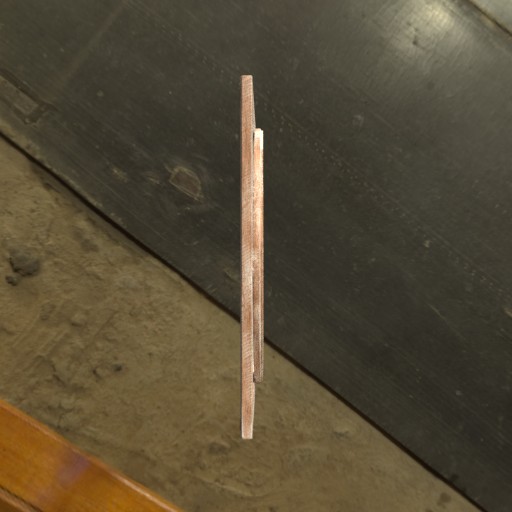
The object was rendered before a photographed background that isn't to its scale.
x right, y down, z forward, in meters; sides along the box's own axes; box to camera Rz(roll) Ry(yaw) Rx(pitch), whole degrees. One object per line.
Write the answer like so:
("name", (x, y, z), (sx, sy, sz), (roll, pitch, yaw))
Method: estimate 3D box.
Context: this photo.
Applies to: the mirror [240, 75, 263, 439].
("mirror", (0.000, 0.000, 0.994), (0.058, 0.787, 0.495), (0, 90, 1))
